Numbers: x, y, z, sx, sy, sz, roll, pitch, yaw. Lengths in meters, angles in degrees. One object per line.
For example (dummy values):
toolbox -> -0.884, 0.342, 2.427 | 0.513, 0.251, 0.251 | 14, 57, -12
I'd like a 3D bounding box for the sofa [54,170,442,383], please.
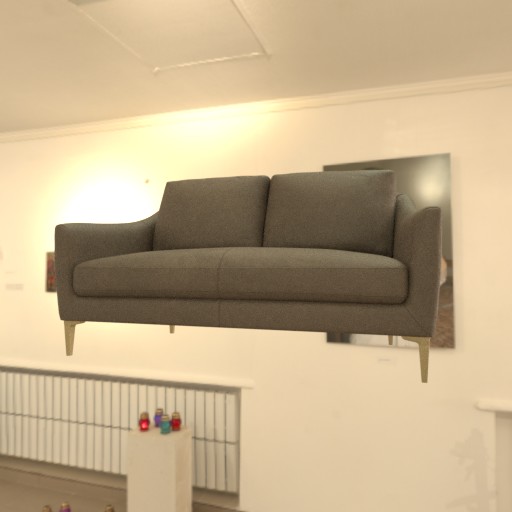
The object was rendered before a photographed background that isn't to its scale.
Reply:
sofa -> 0.000, 0.000, 2.175 | 1.619, 0.902, 0.960 | 0, -1, 18
